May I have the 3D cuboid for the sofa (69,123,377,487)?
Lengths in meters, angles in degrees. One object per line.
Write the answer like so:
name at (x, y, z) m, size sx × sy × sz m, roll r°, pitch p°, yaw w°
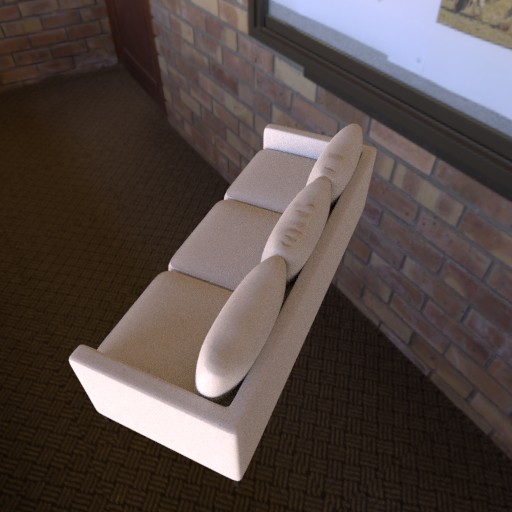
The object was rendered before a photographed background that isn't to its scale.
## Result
sofa at (0.000, 0.000, 2.670) m, size 0.859 × 0.874 × 2.218 m, roll 18°, pitch 49°, yaw 17°
